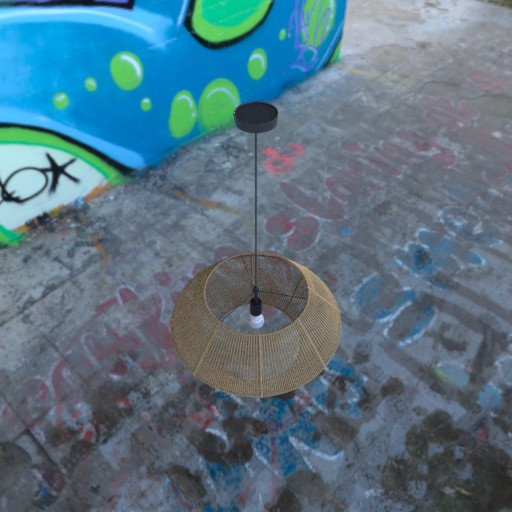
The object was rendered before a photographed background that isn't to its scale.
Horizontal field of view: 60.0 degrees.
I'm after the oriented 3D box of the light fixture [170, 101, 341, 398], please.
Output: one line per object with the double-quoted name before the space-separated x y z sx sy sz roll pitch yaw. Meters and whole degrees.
"light fixture" 0.000 0.000 1.426 0.643 1.009 0.643 0 47 0
